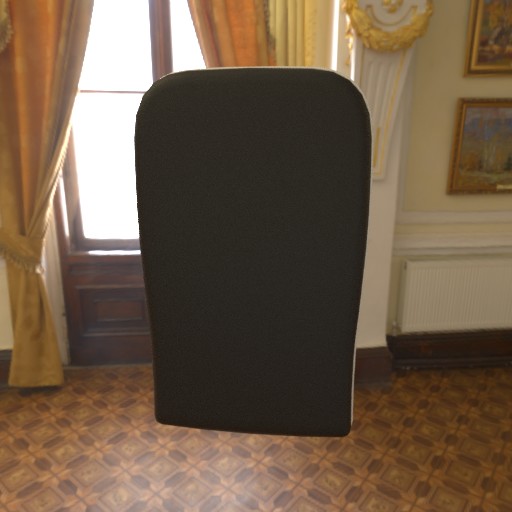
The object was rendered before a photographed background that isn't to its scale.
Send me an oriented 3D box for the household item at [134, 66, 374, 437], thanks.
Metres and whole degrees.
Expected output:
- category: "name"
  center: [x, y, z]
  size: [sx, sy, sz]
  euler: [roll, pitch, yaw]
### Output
- category: "household item"
  center: [0.000, 0.000, 0.148]
  size: [0.070, 0.114, 0.038]
  euler: [2, 15, 6]
